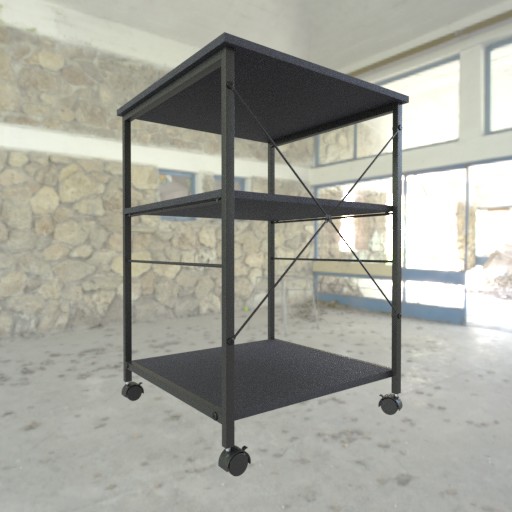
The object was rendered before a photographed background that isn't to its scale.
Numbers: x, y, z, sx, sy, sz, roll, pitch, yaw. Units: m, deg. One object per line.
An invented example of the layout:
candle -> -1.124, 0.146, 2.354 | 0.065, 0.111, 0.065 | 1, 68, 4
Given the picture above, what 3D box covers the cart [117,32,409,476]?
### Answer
cart -> 0.000, 0.000, 1.112 | 0.521, 0.762, 0.520 | -1, 1, -37
